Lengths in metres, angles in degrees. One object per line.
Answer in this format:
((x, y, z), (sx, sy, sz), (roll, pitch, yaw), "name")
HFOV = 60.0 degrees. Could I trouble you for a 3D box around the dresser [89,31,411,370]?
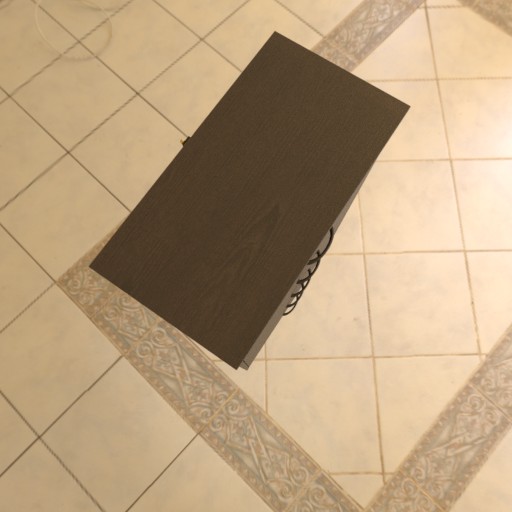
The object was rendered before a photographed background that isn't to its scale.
((0.000, 0.000, 1.570), (0.418, 1.254, 0.704), (33, 77, 8), "dresser")
